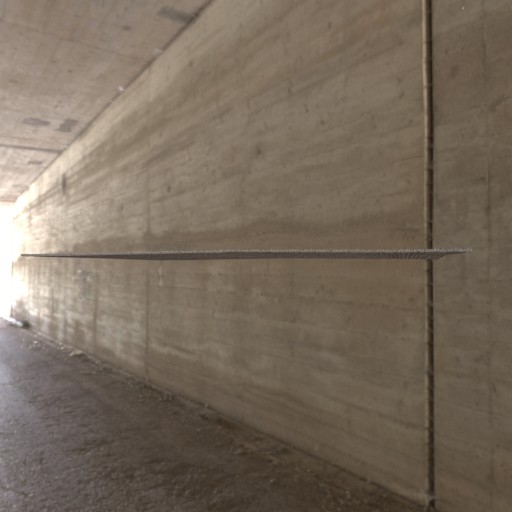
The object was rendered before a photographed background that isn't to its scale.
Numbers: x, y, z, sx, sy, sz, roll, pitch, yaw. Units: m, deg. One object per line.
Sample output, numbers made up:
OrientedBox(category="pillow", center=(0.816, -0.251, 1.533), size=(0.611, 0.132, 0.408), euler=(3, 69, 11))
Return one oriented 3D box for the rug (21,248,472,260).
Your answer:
OrientedBox(category="rug", center=(0.000, 0.000, 2.181), size=(1.773, 0.021, 1.149), euler=(0, -2, 18))
